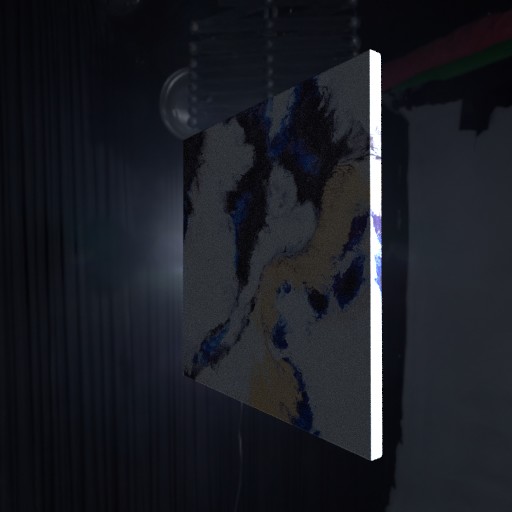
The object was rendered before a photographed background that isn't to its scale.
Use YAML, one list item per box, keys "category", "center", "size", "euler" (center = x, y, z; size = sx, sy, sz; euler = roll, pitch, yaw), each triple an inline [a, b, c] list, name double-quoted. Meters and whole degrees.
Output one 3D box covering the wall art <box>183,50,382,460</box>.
- category: "wall art"
  center: [0.000, 0.000, 1.320]
  size: [0.038, 0.885, 0.887]
  euler: [1, -1, -36]
